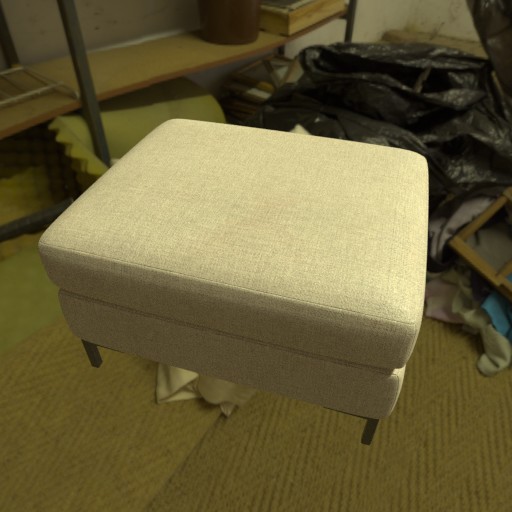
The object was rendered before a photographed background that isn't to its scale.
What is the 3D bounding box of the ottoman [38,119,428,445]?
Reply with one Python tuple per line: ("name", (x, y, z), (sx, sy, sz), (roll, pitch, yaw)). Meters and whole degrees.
("ottoman", (0.000, 0.000, 1.202), (0.820, 0.490, 0.671), (11, 42, 13))
